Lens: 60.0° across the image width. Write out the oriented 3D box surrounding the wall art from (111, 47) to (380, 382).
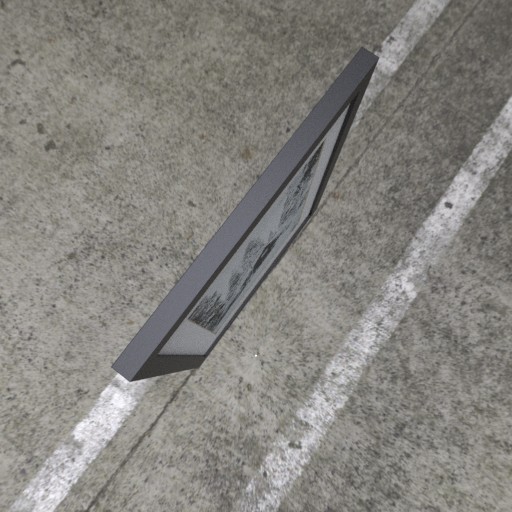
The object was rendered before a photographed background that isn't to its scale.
[{"bbox_3d":[0.000,0.000,0.537,0.018,0.397,0.325,36,80,7],"label":"wall art"}]
